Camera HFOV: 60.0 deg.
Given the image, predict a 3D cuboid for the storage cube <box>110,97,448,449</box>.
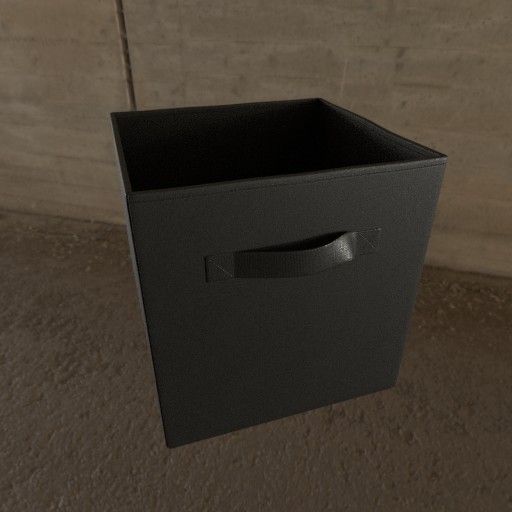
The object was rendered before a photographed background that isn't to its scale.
[{"bbox_3d":[0.000,0.000,0.504,0.270,0.280,0.270,-10,32,-16],"label":"storage cube"}]
